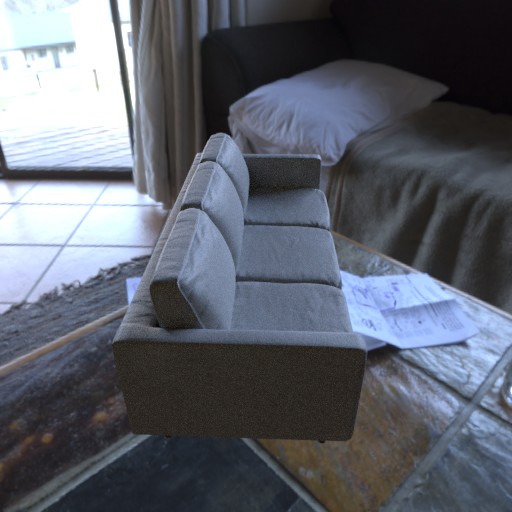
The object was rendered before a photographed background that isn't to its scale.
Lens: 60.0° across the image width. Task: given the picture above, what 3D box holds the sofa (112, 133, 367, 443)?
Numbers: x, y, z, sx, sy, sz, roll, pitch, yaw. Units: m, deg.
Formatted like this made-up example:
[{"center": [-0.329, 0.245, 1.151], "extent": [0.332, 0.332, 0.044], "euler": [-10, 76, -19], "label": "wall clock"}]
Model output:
[{"center": [0.000, 0.000, 2.505], "extent": [0.944, 0.918, 1.983], "euler": [1, 32, 2], "label": "sofa"}]
